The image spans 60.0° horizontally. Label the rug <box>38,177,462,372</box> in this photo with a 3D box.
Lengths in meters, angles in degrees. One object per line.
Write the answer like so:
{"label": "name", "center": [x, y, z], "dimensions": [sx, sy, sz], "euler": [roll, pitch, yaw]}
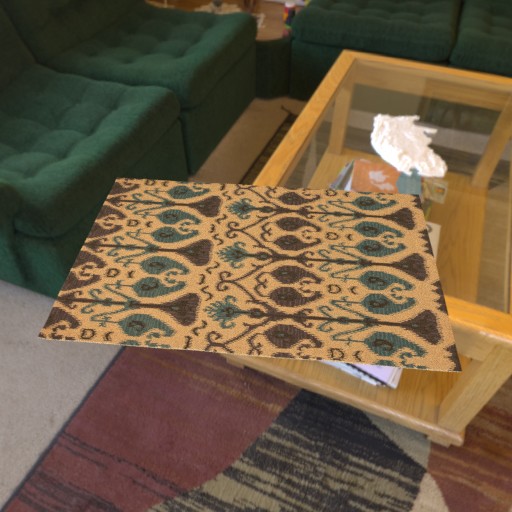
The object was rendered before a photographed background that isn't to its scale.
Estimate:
{"label": "rug", "center": [0.000, 0.000, 2.117], "dimensions": [1.698, 0.013, 1.072], "euler": [4, 47, 4]}
